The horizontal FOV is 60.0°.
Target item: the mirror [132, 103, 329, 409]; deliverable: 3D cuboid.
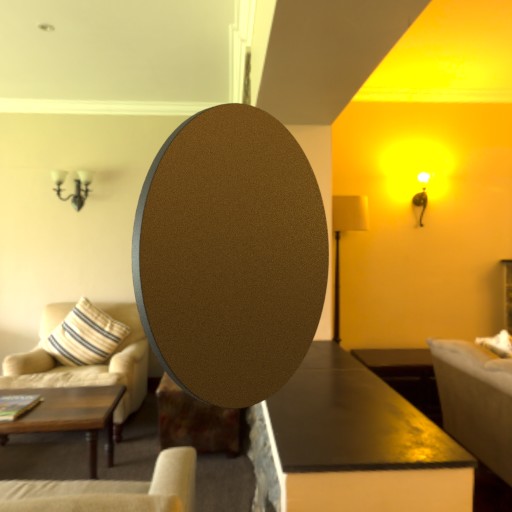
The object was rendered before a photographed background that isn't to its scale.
[{"bbox_3d":[0.000,0.000,1.627,0.036,1.077,1.077,0,0,37],"label":"mirror"}]
